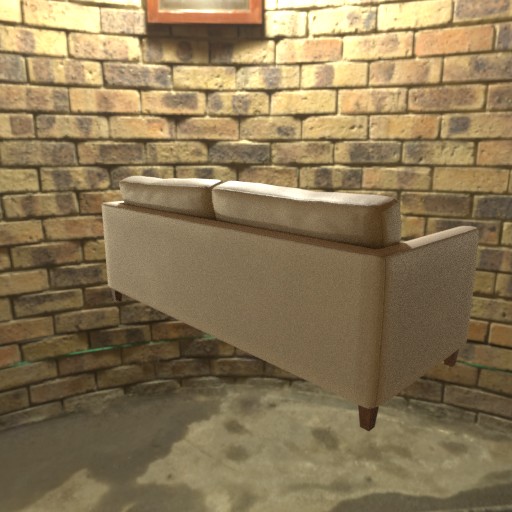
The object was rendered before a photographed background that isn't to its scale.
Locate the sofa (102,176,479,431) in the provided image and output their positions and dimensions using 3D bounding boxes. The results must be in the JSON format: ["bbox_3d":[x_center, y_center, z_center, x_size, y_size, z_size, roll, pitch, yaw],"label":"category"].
[{"bbox_3d":[0.000,0.000,2.811,0.951,0.968,2.361,-13,18,-42],"label":"sofa"}]
